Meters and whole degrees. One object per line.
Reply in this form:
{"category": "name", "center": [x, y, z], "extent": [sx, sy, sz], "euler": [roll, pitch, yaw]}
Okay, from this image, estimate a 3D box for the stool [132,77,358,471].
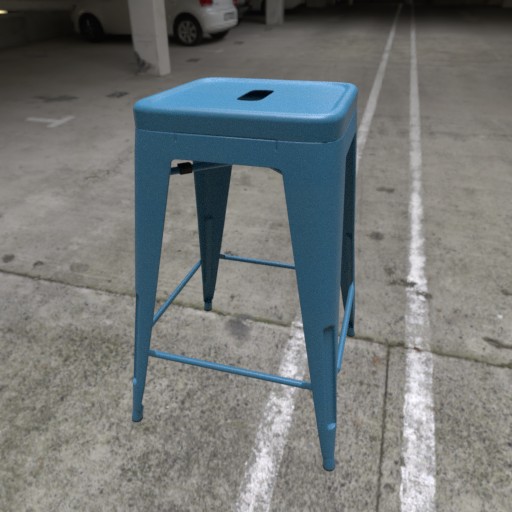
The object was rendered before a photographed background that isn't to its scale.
{"category": "stool", "center": [0.000, 0.000, 0.864], "extent": [0.410, 0.608, 0.410], "euler": [8, 30, 14]}
